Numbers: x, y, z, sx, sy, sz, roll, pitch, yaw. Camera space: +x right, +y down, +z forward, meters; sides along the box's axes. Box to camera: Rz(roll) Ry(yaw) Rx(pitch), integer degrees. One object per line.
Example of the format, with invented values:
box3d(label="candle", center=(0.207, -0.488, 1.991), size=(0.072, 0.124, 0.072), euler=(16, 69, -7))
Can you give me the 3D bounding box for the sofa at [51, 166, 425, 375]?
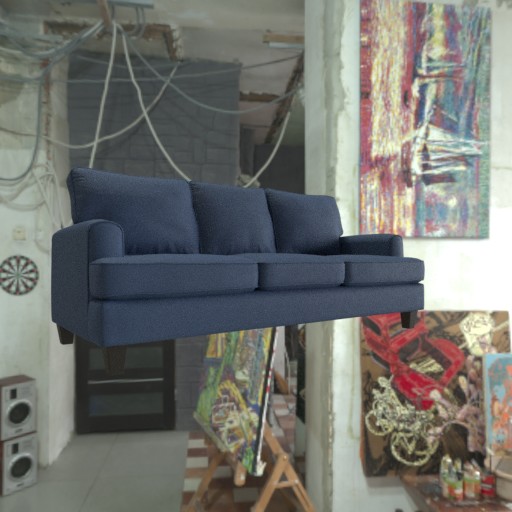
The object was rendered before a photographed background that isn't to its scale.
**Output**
box3d(label="sofa", center=(0.000, 0.000, 2.701), size=(2.158, 0.965, 0.951), euler=(0, 0, -36))
